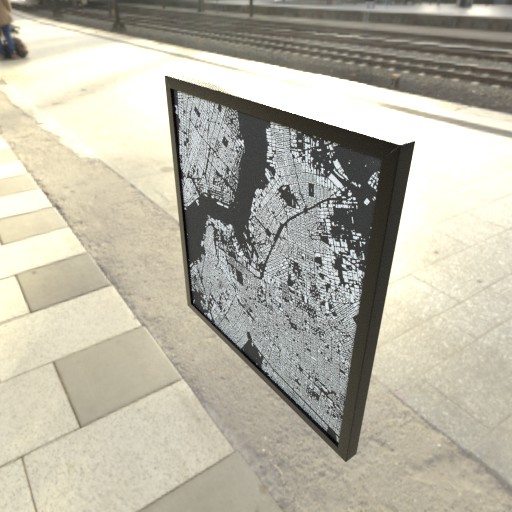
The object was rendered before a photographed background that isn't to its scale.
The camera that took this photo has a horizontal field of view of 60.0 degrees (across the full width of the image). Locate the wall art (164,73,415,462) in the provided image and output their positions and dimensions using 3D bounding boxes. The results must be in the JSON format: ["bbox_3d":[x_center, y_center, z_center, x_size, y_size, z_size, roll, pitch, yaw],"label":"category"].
[{"bbox_3d":[0.000,0.000,1.115,0.038,0.761,0.755,-21,37,-31],"label":"wall art"}]
